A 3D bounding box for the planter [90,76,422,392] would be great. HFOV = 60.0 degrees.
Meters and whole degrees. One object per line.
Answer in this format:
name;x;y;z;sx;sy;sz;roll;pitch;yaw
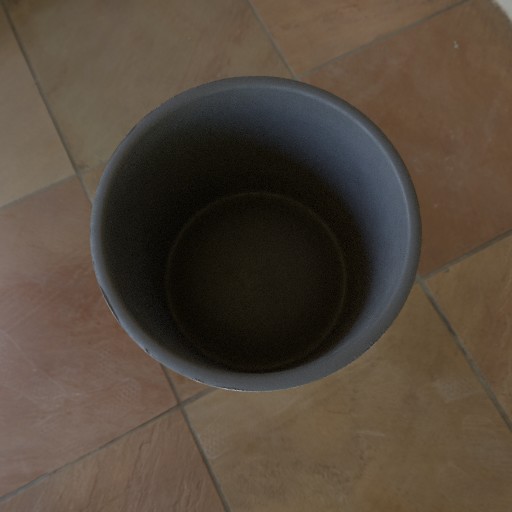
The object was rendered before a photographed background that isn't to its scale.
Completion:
planter;0.000;0.000;0.391;0.226;0.201;0.226;0;75;0
